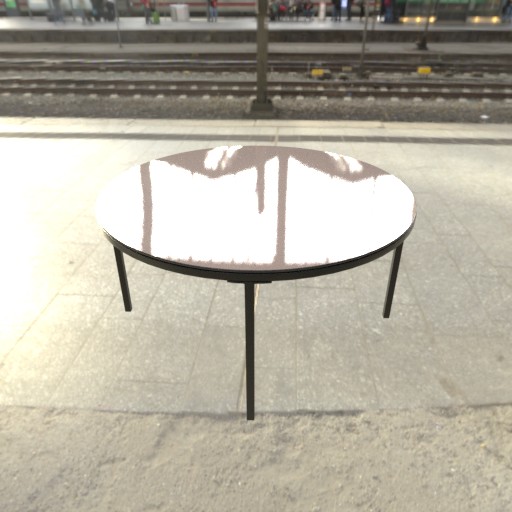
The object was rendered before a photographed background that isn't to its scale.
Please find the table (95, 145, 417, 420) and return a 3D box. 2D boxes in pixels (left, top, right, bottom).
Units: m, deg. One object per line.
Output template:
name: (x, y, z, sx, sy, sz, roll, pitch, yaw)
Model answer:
table: (0.000, 0.000, 1.252, 0.800, 0.400, 0.800, 0, 30, 0)
